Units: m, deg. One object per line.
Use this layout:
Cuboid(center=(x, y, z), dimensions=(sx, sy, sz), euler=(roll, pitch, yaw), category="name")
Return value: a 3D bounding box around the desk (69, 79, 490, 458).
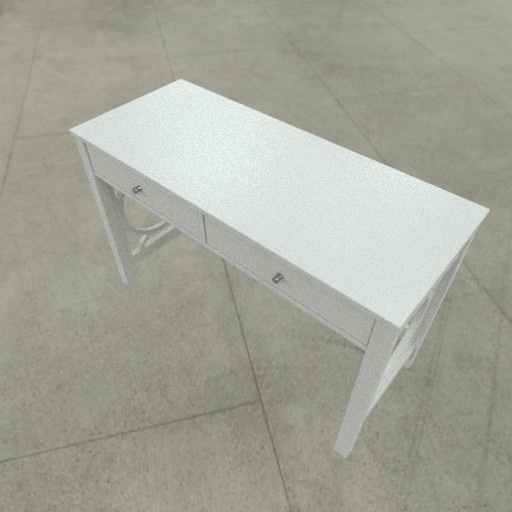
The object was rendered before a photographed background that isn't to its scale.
Cuboid(center=(0.000, 0.000, 1.574), dimensions=(1.191, 0.762, 0.504), euler=(32, 54, 27), category="desk")
